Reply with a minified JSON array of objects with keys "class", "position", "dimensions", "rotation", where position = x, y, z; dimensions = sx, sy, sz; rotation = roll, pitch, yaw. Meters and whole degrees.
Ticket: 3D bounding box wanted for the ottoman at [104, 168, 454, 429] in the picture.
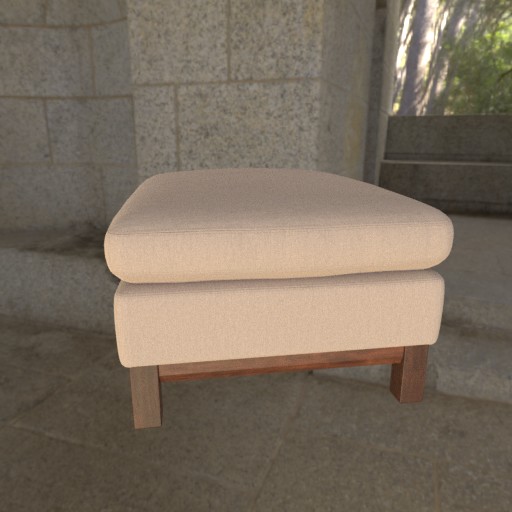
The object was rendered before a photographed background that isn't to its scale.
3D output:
[{"class":"ottoman","position":[0.000,0.000,1.107],"dimensions":[0.606,0.420,0.771],"rotation":[-2,16,-9]}]
